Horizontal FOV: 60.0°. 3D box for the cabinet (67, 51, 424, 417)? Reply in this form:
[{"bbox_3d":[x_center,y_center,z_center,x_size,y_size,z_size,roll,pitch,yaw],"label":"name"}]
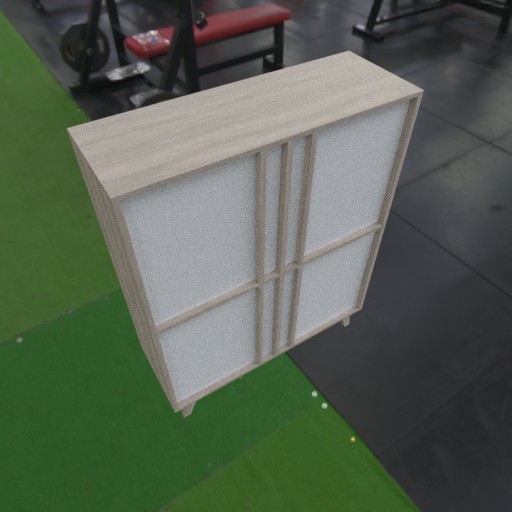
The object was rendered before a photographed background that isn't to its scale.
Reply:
[{"bbox_3d":[0.000,0.000,1.936,1.111,1.388,0.398,-24,51,-21],"label":"cabinet"}]
